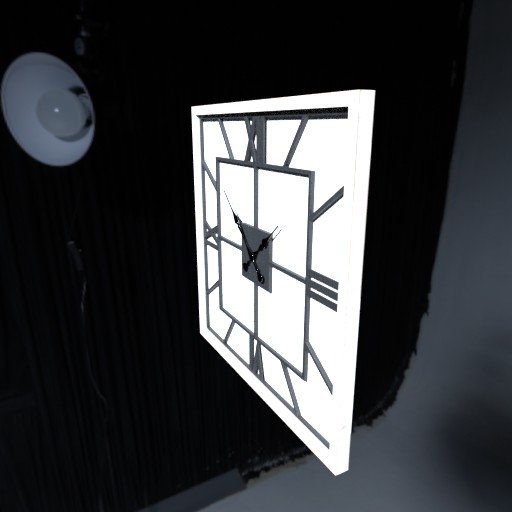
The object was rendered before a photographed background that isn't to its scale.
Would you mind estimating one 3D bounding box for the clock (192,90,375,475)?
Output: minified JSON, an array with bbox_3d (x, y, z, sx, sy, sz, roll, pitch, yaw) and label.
[{"bbox_3d":[0.000,0.000,1.067,0.032,0.705,0.705,-9,18,-27],"label":"clock"}]
